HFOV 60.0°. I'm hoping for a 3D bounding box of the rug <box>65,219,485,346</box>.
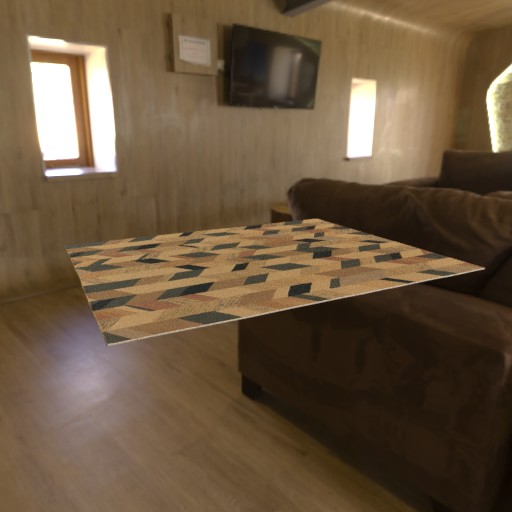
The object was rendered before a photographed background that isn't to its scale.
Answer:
[{"bbox_3d":[0.000,0.000,4.090,3.072,0.011,2.451,-8,18,-26],"label":"rug"}]
